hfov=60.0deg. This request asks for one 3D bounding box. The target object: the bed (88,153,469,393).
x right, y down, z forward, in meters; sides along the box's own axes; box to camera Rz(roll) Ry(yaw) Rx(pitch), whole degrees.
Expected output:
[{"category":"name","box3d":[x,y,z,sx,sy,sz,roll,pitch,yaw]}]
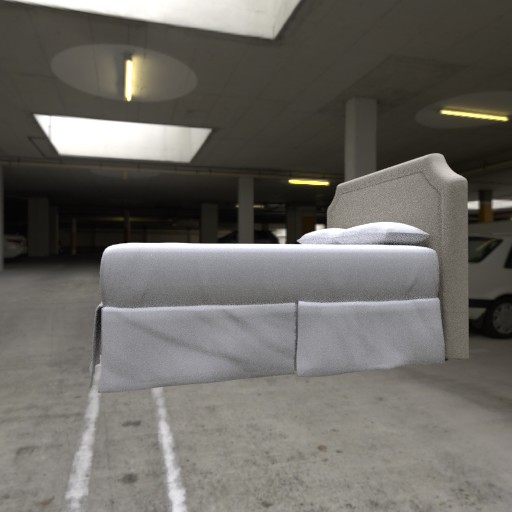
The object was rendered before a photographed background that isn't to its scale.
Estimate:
[{"category":"bed","box3d":[0.000,0.000,3.092,2.116,1.290,1.693,0,0,-17]}]
